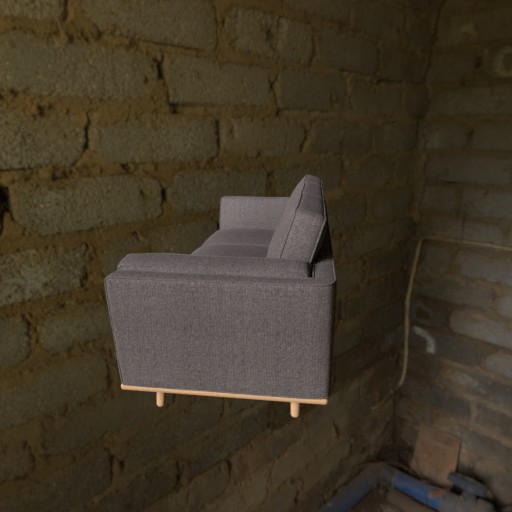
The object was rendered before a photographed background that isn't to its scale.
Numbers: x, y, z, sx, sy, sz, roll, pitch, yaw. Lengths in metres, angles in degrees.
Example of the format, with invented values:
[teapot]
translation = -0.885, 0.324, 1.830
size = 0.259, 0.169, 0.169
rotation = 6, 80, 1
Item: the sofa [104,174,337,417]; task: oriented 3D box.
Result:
[sofa]
translation = 0.000, 0.000, 2.800
size = 0.903, 0.899, 2.362
rotation = 2, 15, 7
